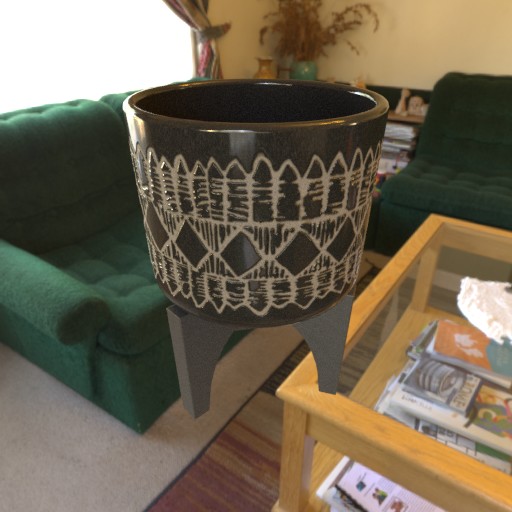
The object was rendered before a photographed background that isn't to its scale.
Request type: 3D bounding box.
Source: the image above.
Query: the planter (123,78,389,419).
[{"bbox_3d":[0.000,0.000,0.515,0.251,0.355,0.251,9,30,15],"label":"planter"}]
